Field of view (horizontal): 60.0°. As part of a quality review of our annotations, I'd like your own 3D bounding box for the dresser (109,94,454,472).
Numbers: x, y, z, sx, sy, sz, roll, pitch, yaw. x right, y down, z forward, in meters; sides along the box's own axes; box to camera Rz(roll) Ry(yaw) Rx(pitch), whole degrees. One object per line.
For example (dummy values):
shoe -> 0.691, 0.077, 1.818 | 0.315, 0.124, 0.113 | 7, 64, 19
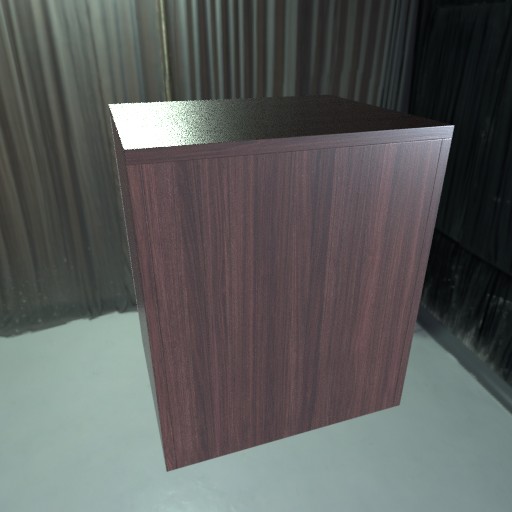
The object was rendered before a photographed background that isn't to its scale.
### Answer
dresser -> 0.000, 0.000, 0.753 | 0.400, 0.470, 0.360 | -9, 28, -17
